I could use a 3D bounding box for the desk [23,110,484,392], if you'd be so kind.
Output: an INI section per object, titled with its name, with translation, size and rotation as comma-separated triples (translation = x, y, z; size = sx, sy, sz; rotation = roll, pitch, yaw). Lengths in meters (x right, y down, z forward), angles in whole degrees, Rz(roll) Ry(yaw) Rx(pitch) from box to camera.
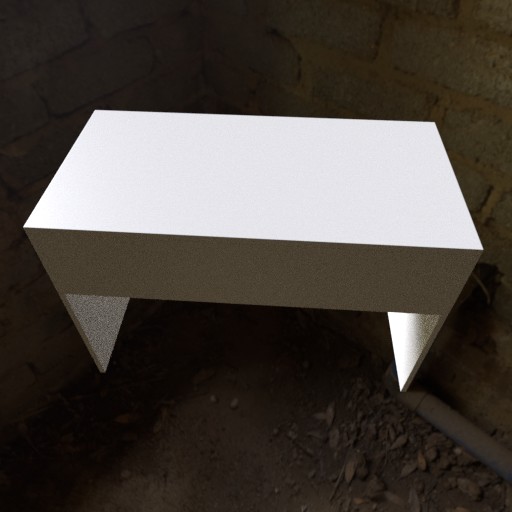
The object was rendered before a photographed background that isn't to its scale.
[desk]
translation = 0.000, 0.000, 1.512
size = 1.100, 0.730, 0.560
rotation = 3, 47, 3
